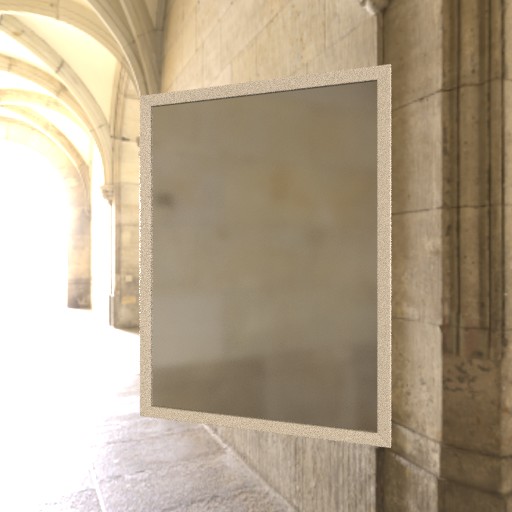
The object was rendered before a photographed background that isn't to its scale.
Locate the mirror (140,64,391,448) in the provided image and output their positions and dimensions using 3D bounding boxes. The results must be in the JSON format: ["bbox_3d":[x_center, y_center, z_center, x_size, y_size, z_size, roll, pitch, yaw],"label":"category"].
[{"bbox_3d":[0.000,0.000,1.308,0.762,1.016,0.040,0,0,18],"label":"mirror"}]
